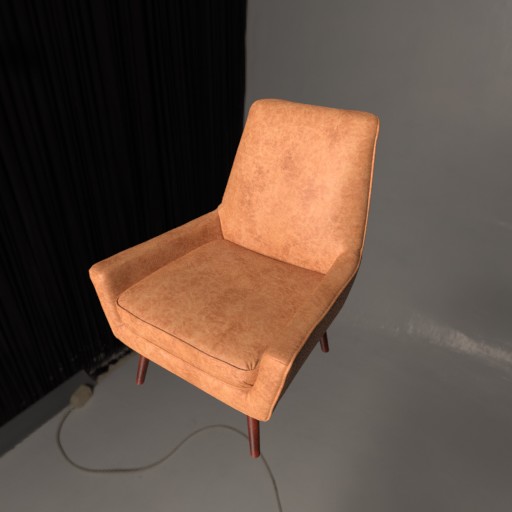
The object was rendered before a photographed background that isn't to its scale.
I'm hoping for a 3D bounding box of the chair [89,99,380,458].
[{"bbox_3d":[0.000,0.000,1.529,0.753,0.883,0.851,20,36,29],"label":"chair"}]
